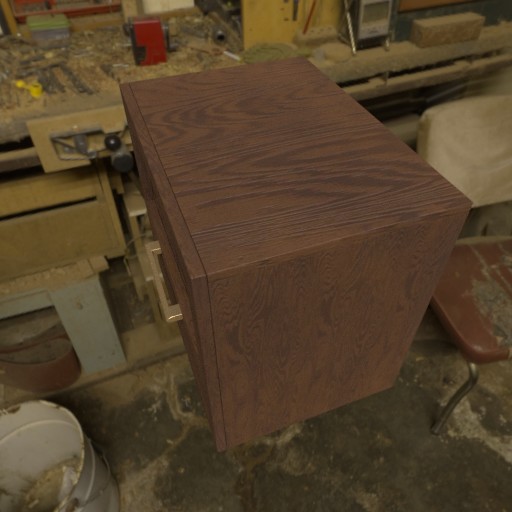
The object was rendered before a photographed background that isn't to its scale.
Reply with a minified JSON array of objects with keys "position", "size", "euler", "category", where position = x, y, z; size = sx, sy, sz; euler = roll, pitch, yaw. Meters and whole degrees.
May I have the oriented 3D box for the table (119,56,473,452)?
[{"position":[0.000,0.000,0.955],"size":[0.439,0.585,0.560],"euler":[-15,47,-14],"category":"table"}]
